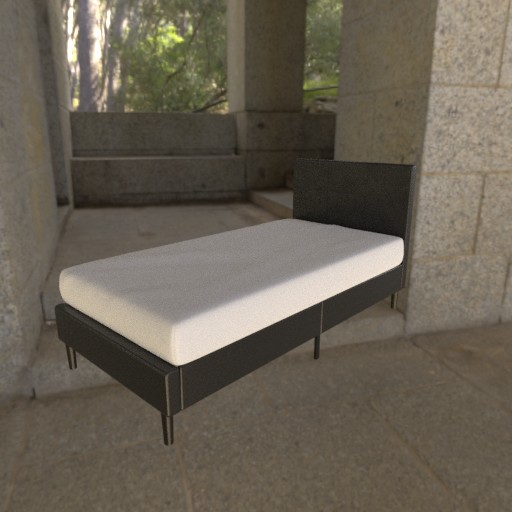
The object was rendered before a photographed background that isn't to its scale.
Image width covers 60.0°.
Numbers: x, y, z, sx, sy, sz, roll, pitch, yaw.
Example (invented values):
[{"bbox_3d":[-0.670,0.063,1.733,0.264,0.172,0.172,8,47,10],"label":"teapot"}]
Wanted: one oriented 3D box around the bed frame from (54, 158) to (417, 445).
[{"bbox_3d":[0.000,0.000,2.593,1.038,1.046,2.152,15,21,41],"label":"bed frame"}]
